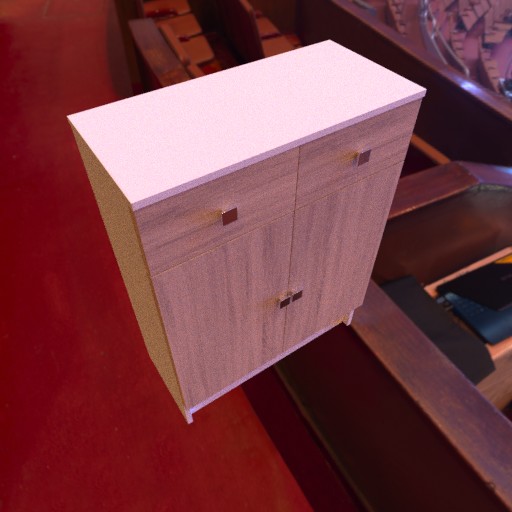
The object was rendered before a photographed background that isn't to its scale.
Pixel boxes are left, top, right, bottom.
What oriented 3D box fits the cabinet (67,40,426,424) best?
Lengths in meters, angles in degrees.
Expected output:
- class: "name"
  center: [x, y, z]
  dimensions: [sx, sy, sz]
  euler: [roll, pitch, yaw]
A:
- class: "cabinet"
  center: [0.000, 0.000, 1.105]
  dimensions: [0.600, 0.815, 0.296]
  euler: [-26, 52, -22]
